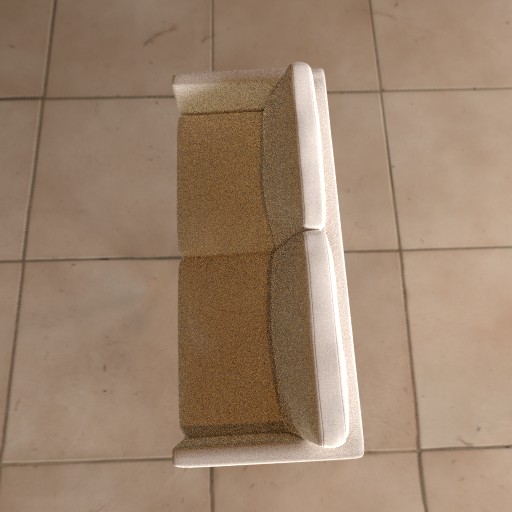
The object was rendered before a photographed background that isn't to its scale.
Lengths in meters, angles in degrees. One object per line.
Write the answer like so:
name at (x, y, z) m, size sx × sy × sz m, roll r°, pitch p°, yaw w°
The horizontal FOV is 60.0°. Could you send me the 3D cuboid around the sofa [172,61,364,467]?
sofa at (0.000, 0.000, 2.567) m, size 0.924 × 0.933 × 2.139 m, roll -3°, pitch 75°, yaw -1°
